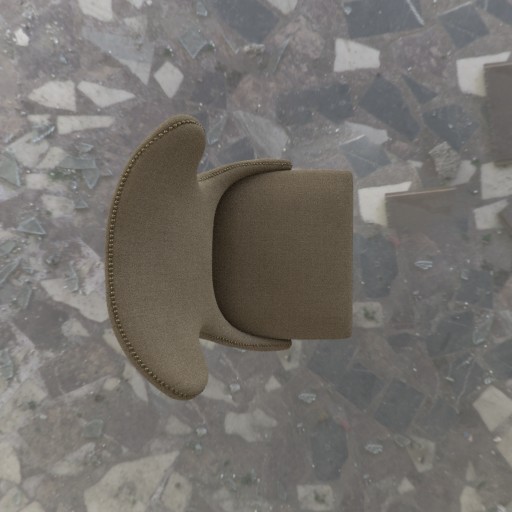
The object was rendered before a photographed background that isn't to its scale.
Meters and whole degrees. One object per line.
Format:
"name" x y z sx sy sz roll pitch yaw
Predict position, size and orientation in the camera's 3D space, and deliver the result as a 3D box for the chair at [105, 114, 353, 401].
"chair" 0.000 0.000 1.381 0.635 0.967 0.628 0 91 0
